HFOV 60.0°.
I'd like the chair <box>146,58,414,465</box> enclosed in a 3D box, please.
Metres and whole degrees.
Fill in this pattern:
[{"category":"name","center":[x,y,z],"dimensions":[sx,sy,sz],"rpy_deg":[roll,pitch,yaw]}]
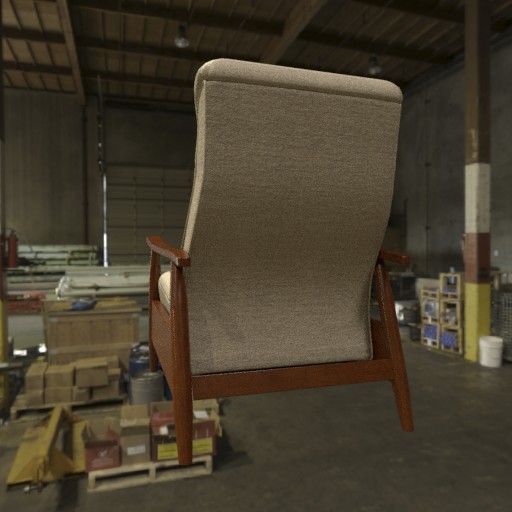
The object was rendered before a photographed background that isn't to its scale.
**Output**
[{"category":"chair","center":[0.000,0.000,1.729],"dimensions":[0.762,1.082,1.014],"rpy_deg":[0,1,-18]}]
